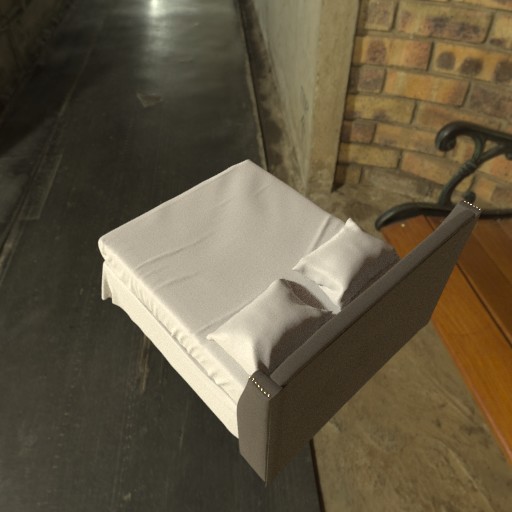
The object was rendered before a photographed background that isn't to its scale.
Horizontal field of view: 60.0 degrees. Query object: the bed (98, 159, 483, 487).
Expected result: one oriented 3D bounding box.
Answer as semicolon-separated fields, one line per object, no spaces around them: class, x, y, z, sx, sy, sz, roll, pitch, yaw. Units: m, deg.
bed;0.000;0.000;3.431;1.925;1.332;2.276;-34;56;-27
